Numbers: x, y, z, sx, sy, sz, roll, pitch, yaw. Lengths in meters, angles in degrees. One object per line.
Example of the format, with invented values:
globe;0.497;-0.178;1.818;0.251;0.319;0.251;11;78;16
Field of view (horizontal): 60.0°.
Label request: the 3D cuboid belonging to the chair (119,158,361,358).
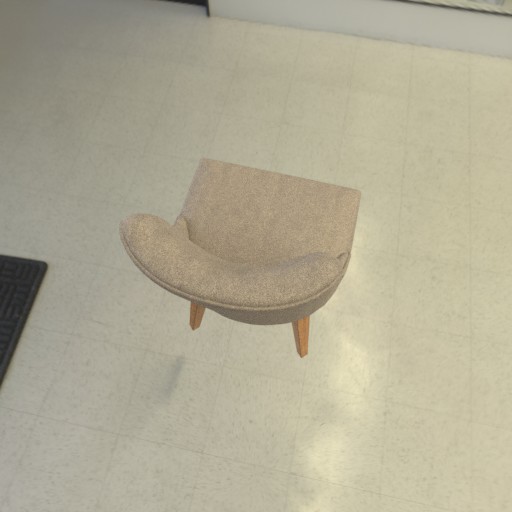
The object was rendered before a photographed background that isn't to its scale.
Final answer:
chair;0.000;0.000;1.306;0.548;0.916;0.636;13;64;6
